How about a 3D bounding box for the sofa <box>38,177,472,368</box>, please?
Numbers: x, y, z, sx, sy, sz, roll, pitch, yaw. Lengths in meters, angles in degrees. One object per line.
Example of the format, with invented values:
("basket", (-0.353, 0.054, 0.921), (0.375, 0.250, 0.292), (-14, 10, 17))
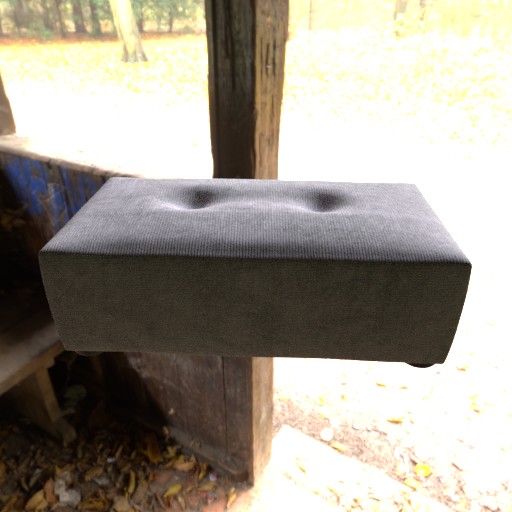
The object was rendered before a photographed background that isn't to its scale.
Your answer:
("sofa", (0.000, 0.000, 1.177), (0.930, 0.330, 0.480), (2, 30, 3))
